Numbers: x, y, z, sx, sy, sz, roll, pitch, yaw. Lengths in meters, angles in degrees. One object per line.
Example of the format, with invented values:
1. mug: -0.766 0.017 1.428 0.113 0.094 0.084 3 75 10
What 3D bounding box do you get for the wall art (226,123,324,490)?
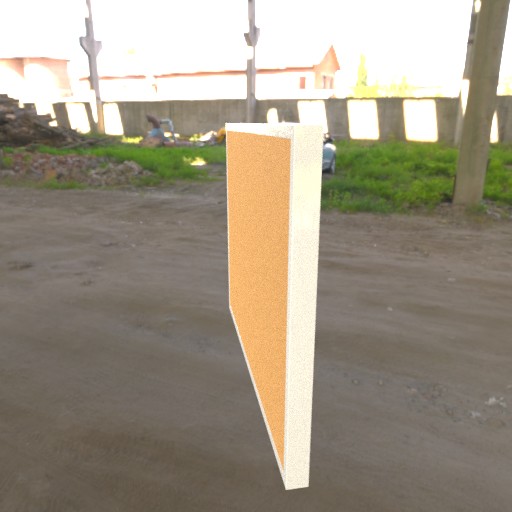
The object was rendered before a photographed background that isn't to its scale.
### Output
1. wall art: 0.000 0.000 1.377 0.053 0.787 1.041 -3 17 -10
